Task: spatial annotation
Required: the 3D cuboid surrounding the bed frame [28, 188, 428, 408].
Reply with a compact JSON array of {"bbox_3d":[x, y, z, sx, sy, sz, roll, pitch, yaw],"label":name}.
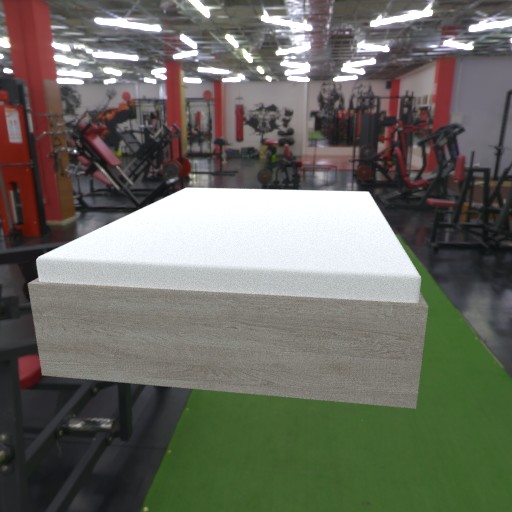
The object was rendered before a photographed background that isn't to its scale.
[{"bbox_3d":[0.000,0.000,2.532,1.448,0.490,1.944,3,17,8],"label":"bed frame"}]
